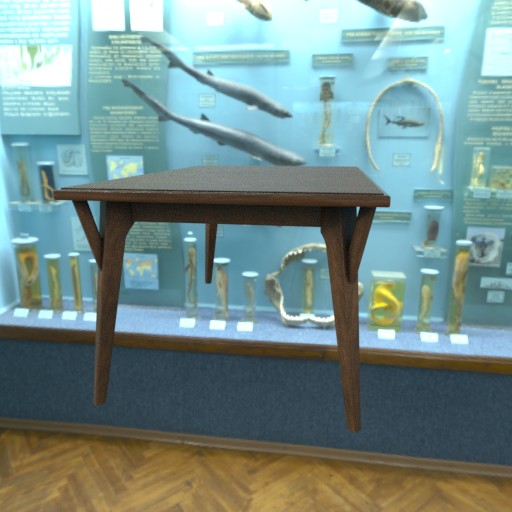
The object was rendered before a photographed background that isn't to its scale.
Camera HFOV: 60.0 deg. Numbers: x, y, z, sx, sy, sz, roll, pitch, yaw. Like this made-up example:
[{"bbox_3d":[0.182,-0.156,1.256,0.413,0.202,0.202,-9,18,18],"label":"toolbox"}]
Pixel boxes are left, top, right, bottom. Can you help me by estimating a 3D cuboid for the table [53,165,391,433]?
[{"bbox_3d":[0.000,0.000,2.083,0.990,0.761,1.524,2,14,9],"label":"table"}]
